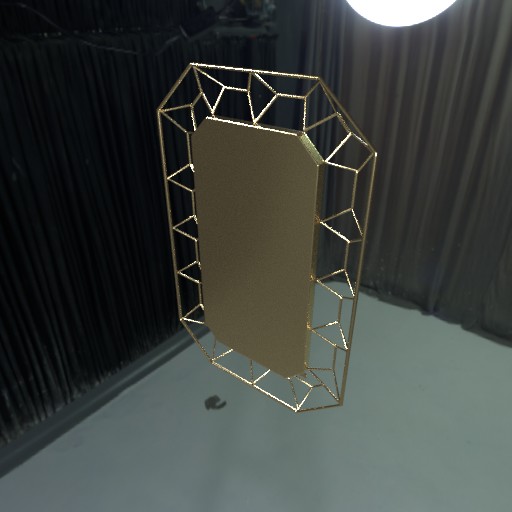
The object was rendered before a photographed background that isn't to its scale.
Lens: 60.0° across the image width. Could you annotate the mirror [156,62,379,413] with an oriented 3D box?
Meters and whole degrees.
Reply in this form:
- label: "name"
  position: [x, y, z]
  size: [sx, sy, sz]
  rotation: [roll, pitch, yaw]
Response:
- label: "mirror"
  position: [0.000, 0.000, 1.101]
  size: [0.572, 0.870, 0.051]
  rotation: [21, 36, 32]
